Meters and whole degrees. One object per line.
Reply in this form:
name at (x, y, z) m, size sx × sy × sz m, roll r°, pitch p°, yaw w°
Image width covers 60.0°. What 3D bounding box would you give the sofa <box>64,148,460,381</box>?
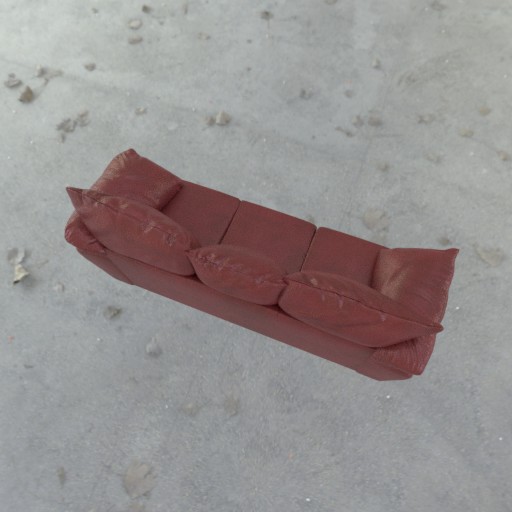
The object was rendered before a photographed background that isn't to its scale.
sofa at (0.000, 0.000, 2.931) m, size 2.390 × 1.091 × 0.907 m, roll 20°, pitch 64°, yaw 10°
